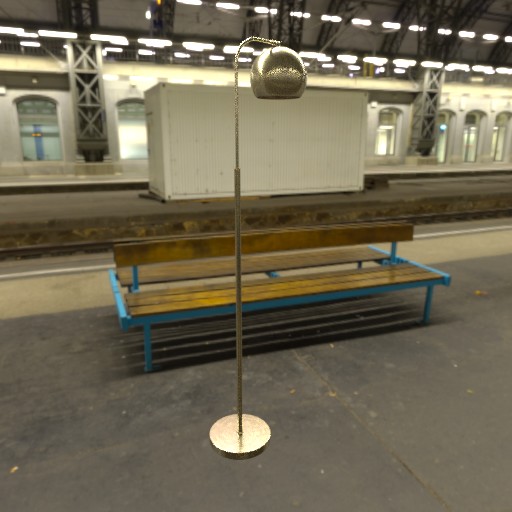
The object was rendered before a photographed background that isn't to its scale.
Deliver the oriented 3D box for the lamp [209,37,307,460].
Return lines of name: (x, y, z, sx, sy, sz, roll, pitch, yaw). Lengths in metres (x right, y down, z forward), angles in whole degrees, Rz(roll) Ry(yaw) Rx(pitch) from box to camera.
lamp: (0.000, 0.000, 1.687, 0.431, 1.526, 0.250, -14, 20, -42)
